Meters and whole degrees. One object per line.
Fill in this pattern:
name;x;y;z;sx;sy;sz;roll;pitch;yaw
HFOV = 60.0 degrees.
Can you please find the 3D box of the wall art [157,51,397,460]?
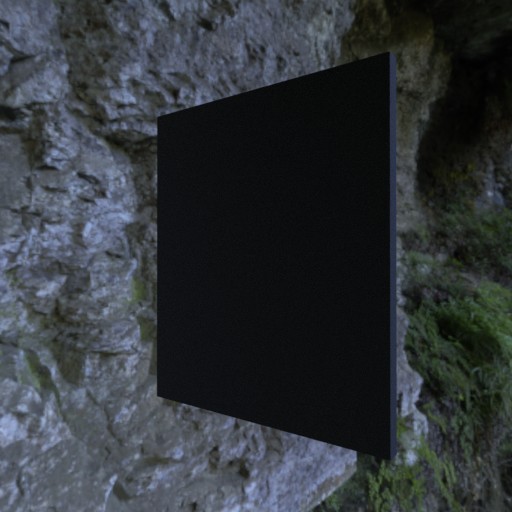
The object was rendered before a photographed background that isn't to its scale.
wall art;0.000;0.000;0.682;0.428;0.505;0.023;0;0;36
